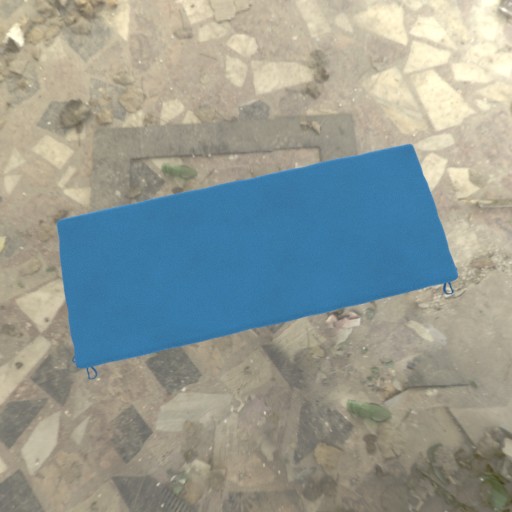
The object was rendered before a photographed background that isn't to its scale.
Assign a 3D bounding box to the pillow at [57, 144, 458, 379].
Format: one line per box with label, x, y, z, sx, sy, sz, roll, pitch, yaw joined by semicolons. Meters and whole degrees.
pillow;0.000;0.000;1.351;1.187;0.081;0.492;-13;76;-3
